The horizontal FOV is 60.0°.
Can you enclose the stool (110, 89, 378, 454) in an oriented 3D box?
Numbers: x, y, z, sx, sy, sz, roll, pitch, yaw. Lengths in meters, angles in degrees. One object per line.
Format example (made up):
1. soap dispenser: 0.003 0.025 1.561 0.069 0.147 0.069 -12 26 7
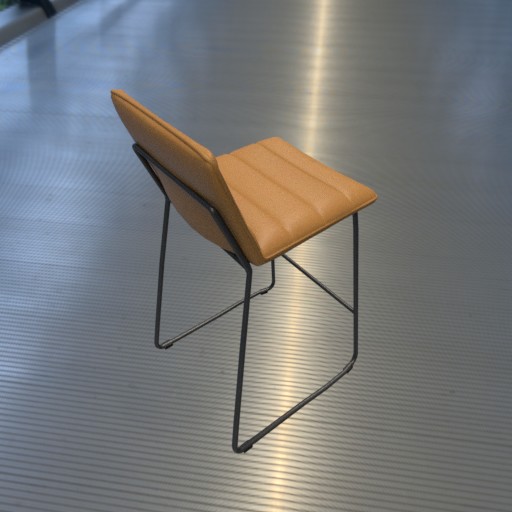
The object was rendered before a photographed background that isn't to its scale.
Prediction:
1. stool: 0.000 0.000 1.226 0.524 0.936 0.489 -27 48 -27
